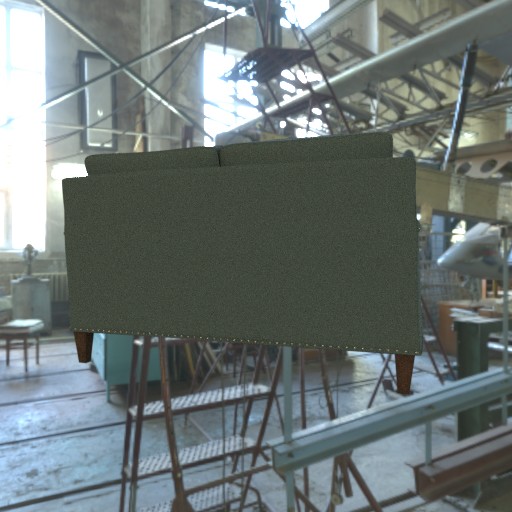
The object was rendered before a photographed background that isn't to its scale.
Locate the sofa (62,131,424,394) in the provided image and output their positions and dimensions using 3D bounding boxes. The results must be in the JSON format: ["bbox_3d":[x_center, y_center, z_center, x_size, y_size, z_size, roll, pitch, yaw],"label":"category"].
[{"bbox_3d":[0.000,0.000,2.266,1.597,1.003,1.084,0,1,18],"label":"sofa"}]
